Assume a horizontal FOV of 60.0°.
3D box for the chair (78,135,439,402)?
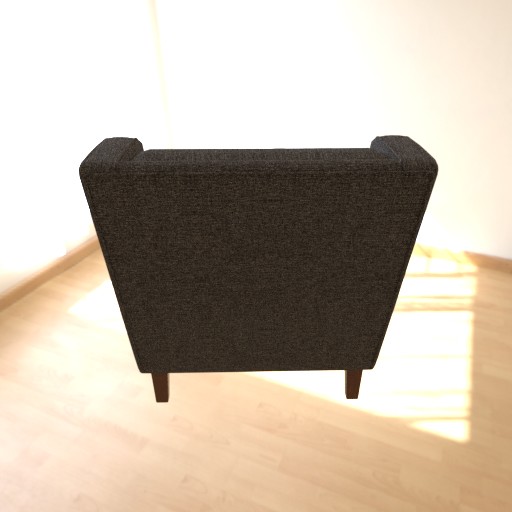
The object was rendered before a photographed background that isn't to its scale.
[{"bbox_3d":[0.000,0.000,1.790,0.942,1.082,0.927,-1,30,-1],"label":"chair"}]
